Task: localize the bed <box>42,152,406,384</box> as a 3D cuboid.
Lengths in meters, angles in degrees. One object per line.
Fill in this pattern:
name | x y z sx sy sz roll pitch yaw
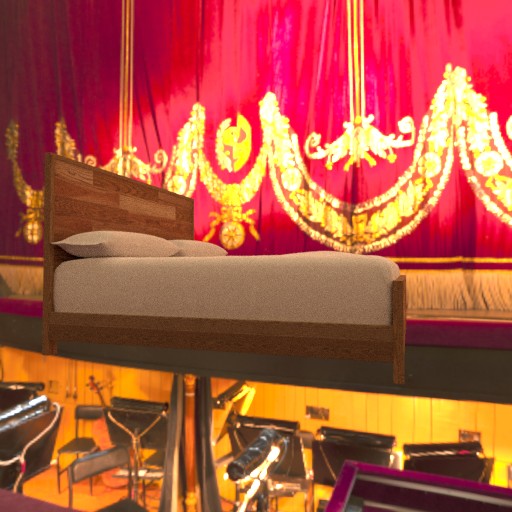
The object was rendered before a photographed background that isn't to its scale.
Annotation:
bed | 0.000 0.000 3.431 2.184 1.295 2.013 -1 -2 19
